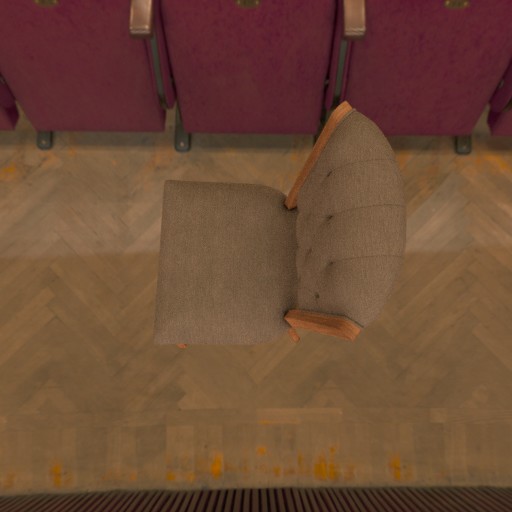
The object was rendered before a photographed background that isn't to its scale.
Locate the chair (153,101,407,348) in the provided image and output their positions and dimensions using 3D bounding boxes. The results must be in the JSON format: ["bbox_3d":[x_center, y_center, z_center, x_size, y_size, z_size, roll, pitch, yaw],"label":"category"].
[{"bbox_3d":[0.000,0.000,1.278,0.584,0.905,0.513,1,77,0],"label":"chair"}]
